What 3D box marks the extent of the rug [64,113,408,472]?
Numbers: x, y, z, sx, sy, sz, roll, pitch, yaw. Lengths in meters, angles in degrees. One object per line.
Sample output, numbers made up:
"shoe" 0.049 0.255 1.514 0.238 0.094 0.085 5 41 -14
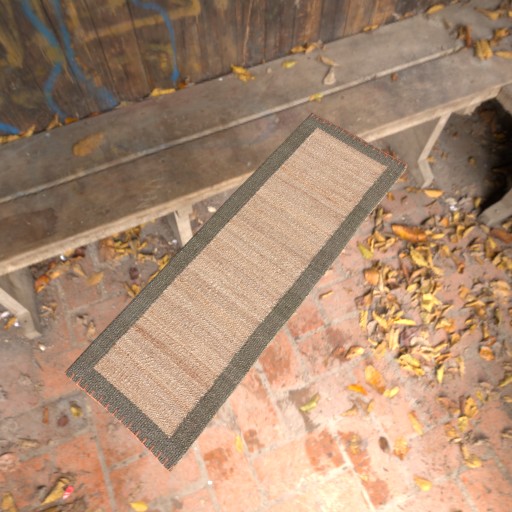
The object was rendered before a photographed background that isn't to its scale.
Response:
"rug" 0.000 0.000 2.733 0.810 0.016 2.413 34 68 16
